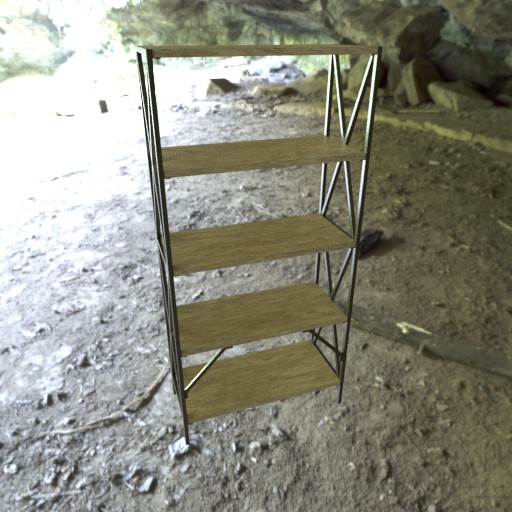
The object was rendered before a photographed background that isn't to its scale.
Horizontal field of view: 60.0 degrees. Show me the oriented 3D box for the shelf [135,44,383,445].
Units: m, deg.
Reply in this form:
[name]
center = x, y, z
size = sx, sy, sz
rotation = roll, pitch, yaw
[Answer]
[shelf]
center = 0.000, 0.000, 2.108
size = 0.874, 1.803, 0.386
rotation = -9, 28, -17
